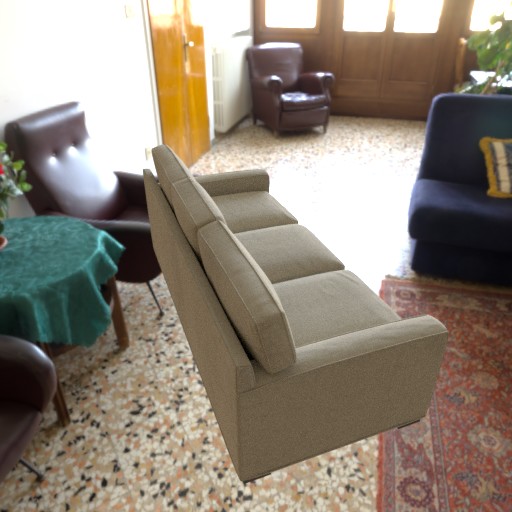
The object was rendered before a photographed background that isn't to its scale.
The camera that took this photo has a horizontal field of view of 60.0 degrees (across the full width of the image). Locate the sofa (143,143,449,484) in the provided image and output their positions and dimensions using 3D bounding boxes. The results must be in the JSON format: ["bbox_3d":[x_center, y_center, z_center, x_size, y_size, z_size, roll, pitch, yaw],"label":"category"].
[{"bbox_3d":[0.000,0.000,2.566,0.936,0.862,2.093,-11,32,-18],"label":"sofa"}]
